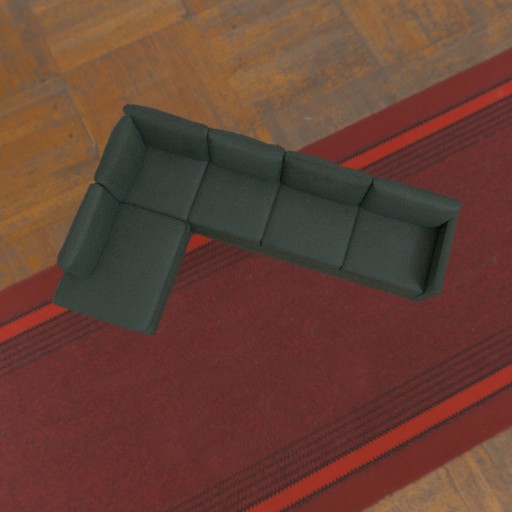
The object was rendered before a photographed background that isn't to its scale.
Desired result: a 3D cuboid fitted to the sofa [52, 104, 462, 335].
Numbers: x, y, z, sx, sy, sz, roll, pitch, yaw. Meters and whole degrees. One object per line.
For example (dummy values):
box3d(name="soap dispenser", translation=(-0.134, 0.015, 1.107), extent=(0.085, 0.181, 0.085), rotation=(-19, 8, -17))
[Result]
box3d(name="sofa", translation=(0.000, 0.000, 4.262), extent=(3.384, 0.996, 2.048), rotation=(17, 77, 4))
